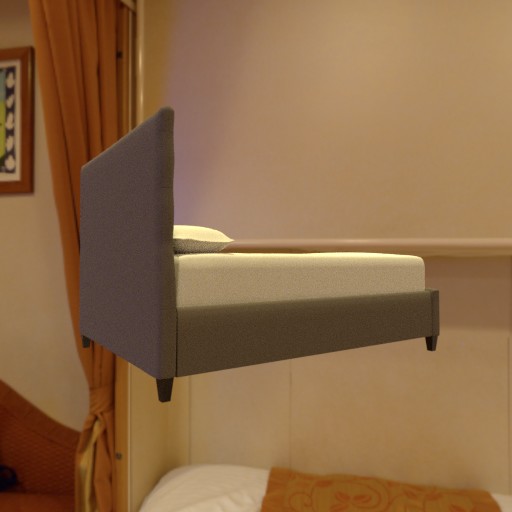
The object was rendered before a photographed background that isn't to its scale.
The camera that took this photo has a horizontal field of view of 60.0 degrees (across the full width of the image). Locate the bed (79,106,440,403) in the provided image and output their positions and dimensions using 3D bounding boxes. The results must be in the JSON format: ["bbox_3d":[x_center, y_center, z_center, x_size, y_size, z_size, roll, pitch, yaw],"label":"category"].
[{"bbox_3d":[0.000,0.000,3.409,2.233,1.426,1.696,0,-1,-34],"label":"bed"}]
